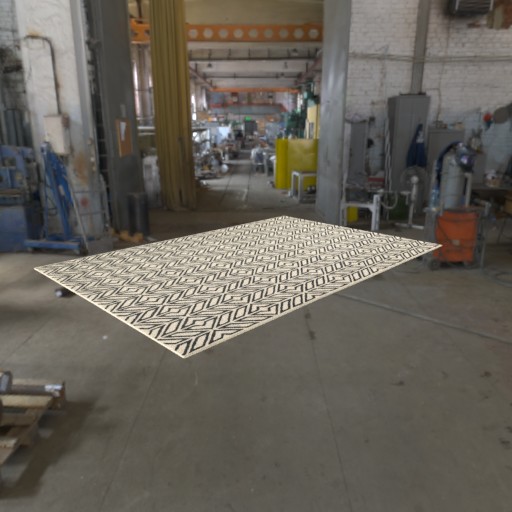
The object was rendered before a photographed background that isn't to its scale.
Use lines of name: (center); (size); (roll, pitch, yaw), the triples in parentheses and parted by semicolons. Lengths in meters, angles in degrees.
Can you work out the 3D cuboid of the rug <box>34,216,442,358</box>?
rug: (0.000, 0.000, 2.356); (1.220, 0.007, 1.828); (16, 23, 43)
